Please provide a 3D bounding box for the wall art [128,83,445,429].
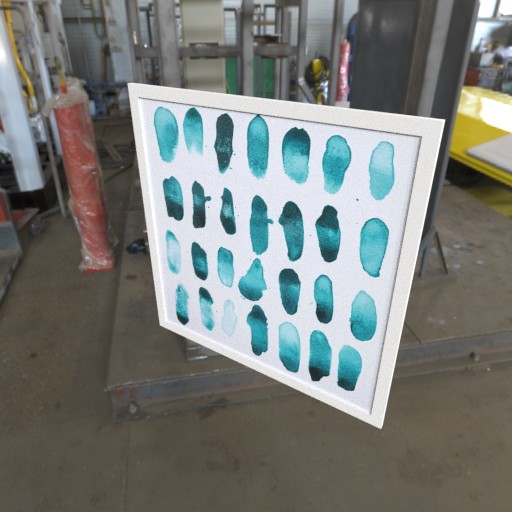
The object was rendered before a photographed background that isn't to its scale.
[{"bbox_3d":[0.000,0.000,0.820,0.558,0.559,0.009,18,34,29],"label":"wall art"}]
